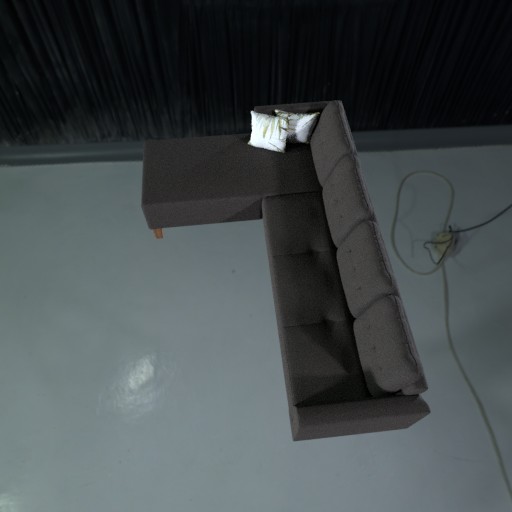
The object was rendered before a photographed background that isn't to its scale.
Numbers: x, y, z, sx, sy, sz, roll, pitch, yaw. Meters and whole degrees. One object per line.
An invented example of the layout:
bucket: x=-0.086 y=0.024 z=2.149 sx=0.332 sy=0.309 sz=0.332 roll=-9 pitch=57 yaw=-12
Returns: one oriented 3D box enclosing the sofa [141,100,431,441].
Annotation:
sofa: x=0.000 y=0.000 z=3.472 sx=1.829 sy=0.932 sz=2.679 roll=-5 pitch=59 yaw=-3
